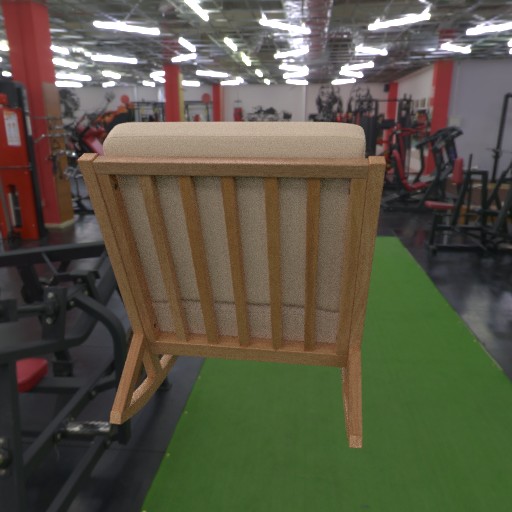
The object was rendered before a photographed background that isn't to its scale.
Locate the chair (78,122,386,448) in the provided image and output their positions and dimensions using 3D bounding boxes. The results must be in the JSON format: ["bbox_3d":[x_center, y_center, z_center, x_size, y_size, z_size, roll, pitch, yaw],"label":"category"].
[{"bbox_3d":[0.000,0.000,1.371,0.622,0.790,0.857,2,17,8],"label":"chair"}]
